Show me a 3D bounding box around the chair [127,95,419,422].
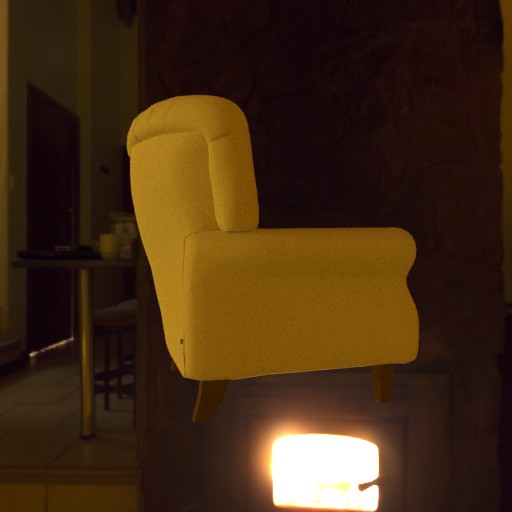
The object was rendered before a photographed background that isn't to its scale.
[{"bbox_3d":[0.000,0.000,2.019,1.132,1.169,1.035,0,-1,-17],"label":"chair"}]
